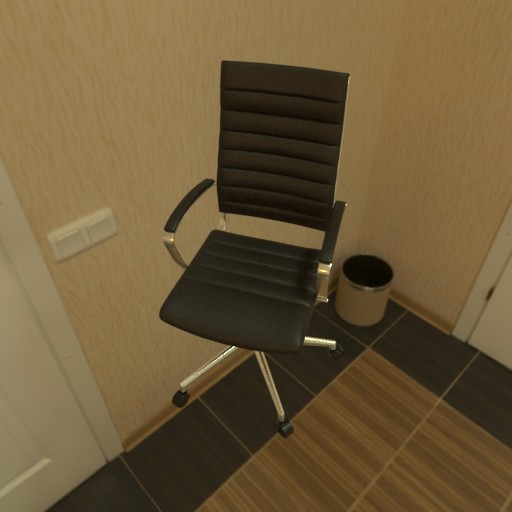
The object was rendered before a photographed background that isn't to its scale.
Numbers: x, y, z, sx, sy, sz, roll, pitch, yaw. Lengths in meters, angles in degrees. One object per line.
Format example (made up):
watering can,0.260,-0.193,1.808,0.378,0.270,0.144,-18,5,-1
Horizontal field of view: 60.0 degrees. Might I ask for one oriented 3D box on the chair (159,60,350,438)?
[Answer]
chair,0.000,0.000,1.622,0.766,1.149,0.739,12,43,13
